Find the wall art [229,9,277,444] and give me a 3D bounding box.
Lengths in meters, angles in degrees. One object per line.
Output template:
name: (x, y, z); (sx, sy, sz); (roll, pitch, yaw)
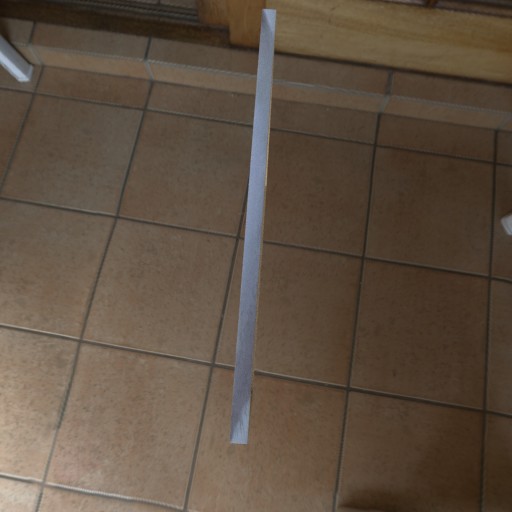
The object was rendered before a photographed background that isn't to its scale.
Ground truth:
wall art: (0.000, 0.000, 1.105); (0.027, 0.762, 0.762); (4, 75, 1)
